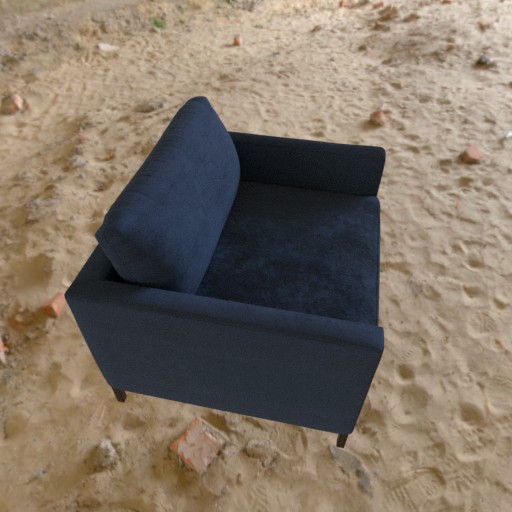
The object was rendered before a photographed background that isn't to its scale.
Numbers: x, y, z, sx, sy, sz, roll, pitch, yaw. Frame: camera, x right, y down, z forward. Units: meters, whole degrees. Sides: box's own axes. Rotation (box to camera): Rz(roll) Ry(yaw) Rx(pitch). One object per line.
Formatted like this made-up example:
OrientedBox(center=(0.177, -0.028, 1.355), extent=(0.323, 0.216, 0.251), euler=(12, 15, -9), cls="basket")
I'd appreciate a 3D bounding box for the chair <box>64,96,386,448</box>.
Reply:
OrientedBox(center=(0.000, 0.000, 1.592), extent=(0.875, 0.812, 0.964), euler=(9, 46, 8), cls="chair")
